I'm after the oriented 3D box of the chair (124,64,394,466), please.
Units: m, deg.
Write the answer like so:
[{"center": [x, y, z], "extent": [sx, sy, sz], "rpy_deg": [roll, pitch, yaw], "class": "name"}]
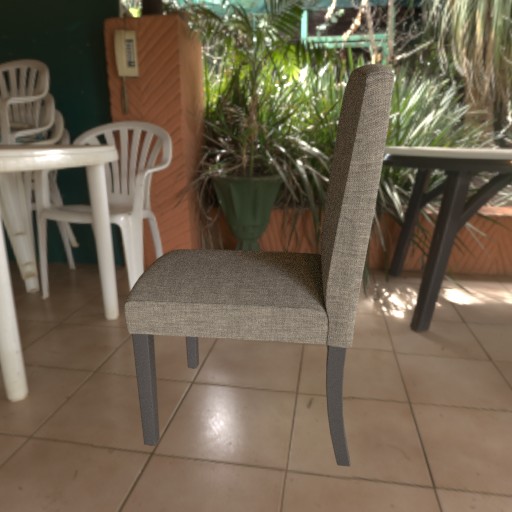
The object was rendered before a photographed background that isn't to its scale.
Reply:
[{"center": [0.000, 0.000, 1.170], "extent": [0.580, 0.917, 0.451], "rpy_deg": [2, 16, 8], "class": "chair"}]
